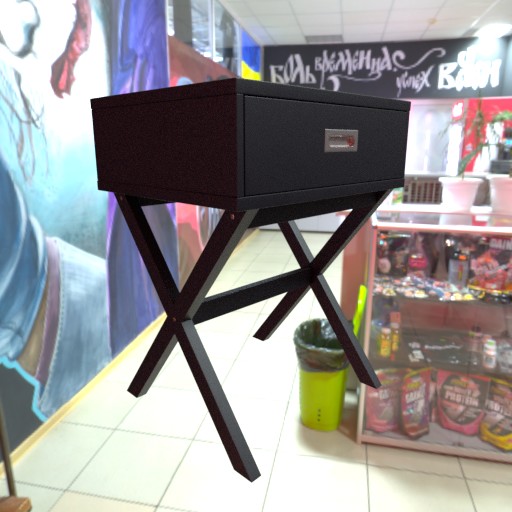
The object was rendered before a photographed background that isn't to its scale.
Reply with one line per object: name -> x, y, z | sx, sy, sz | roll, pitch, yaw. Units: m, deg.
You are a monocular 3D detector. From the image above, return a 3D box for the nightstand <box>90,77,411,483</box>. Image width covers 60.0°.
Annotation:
nightstand -> 0.000, 0.000, 0.934 | 0.402, 0.623, 0.479 | 14, 20, 43
